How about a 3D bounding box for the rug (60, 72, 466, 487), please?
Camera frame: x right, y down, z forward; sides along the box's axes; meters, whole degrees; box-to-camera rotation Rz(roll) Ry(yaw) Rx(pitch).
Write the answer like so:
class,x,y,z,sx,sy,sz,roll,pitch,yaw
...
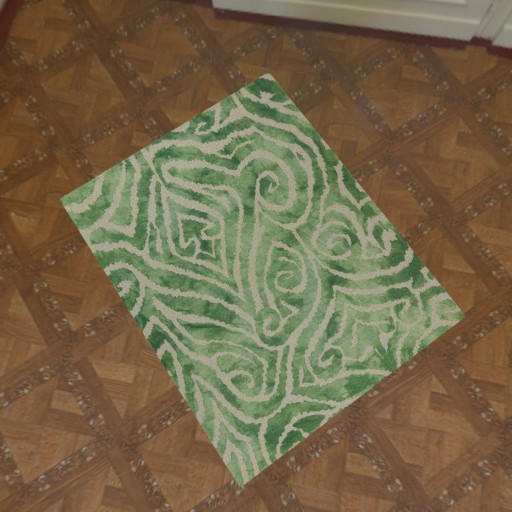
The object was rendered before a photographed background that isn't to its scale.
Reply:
class,x,y,z,sx,sy,sz,roll,pitch,yaw
rug,0.000,0.000,4.082,2.436,0.007,3.045,-34,78,-8
